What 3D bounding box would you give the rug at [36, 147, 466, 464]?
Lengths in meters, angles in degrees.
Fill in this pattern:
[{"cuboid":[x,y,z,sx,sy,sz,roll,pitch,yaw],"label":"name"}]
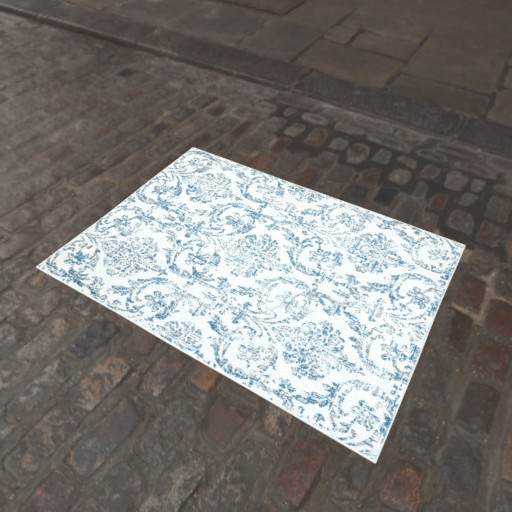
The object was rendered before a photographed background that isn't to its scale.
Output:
[{"cuboid":[0.000,0.000,2.786,2.197,0.014,1.586,24,50,21],"label":"rug"}]
